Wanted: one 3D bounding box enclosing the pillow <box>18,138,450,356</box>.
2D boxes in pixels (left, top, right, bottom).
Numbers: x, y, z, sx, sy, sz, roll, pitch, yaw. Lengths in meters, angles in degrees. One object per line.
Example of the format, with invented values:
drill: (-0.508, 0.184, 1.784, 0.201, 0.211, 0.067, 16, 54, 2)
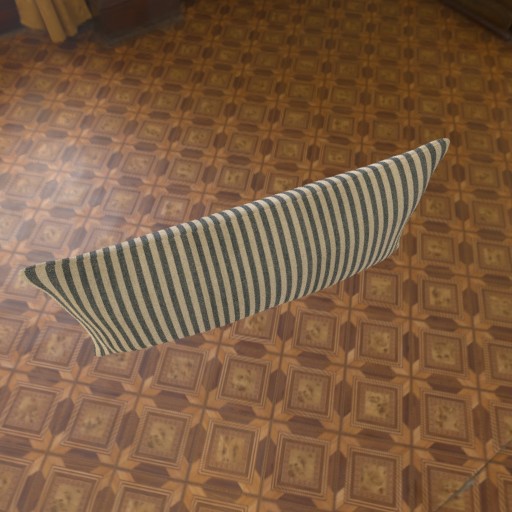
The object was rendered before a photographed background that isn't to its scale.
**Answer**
pillow: (0.000, 0.000, 0.716, 0.617, 0.295, 0.151, -19, 60, -11)
